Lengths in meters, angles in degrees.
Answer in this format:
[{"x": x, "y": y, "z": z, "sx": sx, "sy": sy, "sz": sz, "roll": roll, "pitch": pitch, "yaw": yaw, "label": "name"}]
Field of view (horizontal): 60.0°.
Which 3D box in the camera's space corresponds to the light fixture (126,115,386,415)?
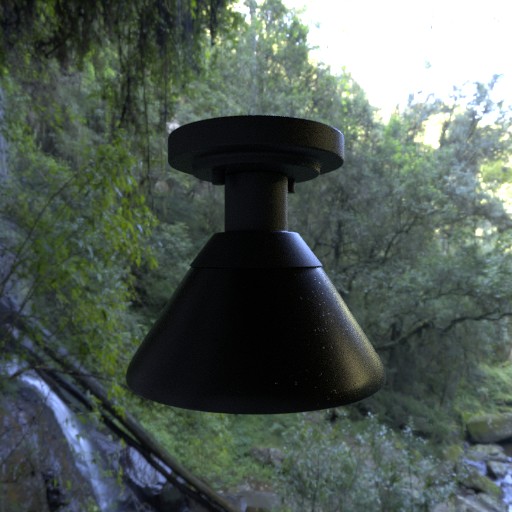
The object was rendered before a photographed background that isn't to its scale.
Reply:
[{"x": 0.000, "y": 0.000, "z": 0.356, "sx": 0.200, "sy": 0.183, "sz": 0.200, "roll": 0, "pitch": 0, "yaw": 0, "label": "light fixture"}]
